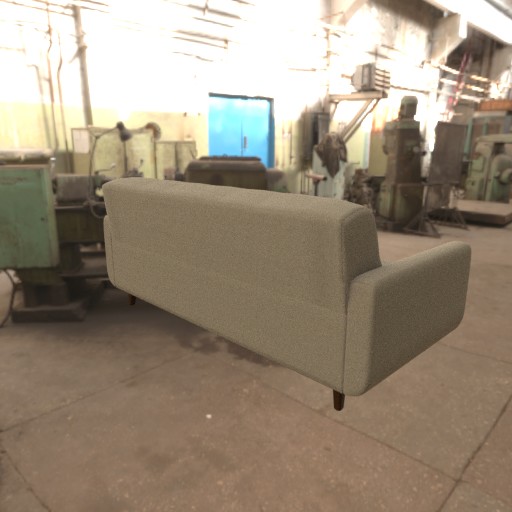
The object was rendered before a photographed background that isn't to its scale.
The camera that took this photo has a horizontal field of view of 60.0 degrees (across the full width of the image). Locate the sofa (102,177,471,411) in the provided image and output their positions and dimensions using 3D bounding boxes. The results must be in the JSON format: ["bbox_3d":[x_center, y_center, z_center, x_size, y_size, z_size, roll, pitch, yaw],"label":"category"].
[{"bbox_3d":[0.000,0.000,2.668,0.980,0.892,2.137,-14,20,-43],"label":"sofa"}]
